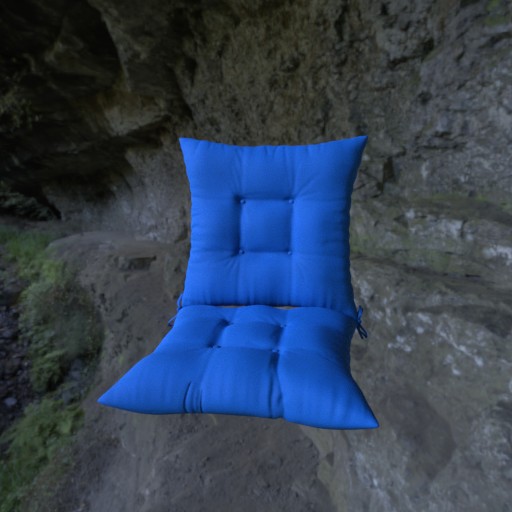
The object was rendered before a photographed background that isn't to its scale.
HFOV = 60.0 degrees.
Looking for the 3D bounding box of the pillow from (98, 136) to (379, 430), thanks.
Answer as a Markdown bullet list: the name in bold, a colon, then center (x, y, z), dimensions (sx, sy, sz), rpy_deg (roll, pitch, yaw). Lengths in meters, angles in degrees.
- **pillow**: center (0.000, 0.000, 1.000), dimensions (0.541, 0.536, 0.585), rpy_deg (2, 14, 9)
